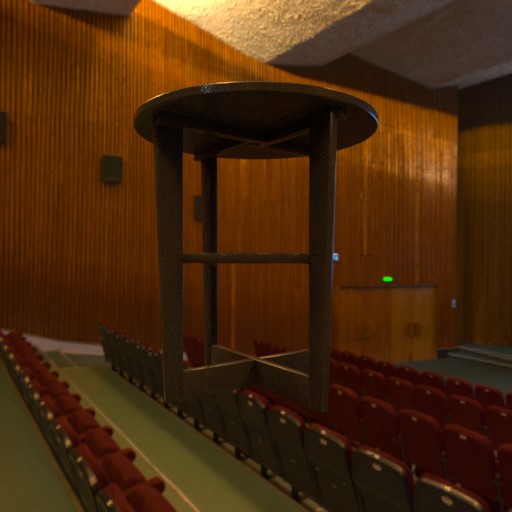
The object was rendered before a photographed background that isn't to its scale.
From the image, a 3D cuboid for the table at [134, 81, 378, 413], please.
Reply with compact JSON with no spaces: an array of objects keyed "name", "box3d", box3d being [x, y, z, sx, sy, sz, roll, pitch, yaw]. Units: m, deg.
[{"name":"table","box3d":[0.000,0.000,0.942,0.500,0.550,0.500,0,0,0]}]
